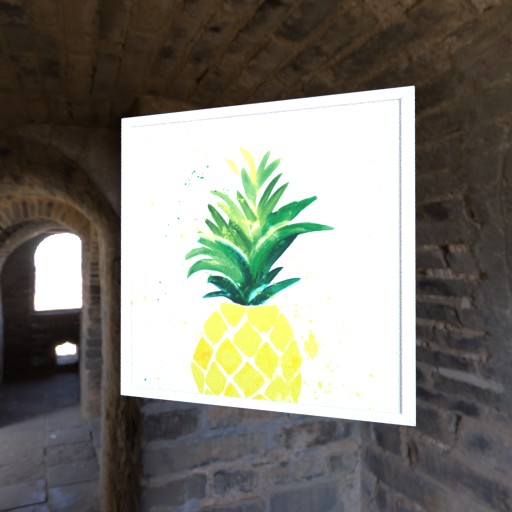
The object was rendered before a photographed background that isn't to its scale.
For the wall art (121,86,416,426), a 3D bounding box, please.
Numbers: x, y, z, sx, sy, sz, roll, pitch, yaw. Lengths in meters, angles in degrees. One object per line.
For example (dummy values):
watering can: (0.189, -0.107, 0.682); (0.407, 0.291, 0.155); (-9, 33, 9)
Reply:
wall art: (0.000, 0.000, 0.754); (0.508, 0.507, 0.035); (0, -1, 18)
